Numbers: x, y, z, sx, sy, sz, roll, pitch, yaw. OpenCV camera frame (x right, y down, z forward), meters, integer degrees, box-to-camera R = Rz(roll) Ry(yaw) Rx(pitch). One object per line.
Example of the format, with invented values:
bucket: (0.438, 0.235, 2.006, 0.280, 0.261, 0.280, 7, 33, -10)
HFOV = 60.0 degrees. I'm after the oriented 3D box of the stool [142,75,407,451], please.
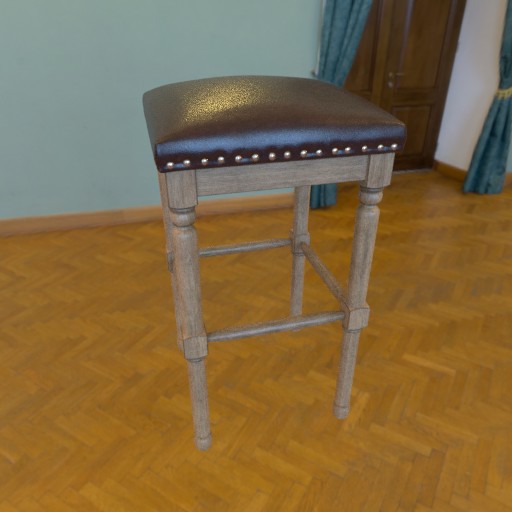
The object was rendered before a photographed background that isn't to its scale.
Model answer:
stool: (0.000, 0.000, 0.934, 0.382, 0.702, 0.383, -8, 31, -13)
